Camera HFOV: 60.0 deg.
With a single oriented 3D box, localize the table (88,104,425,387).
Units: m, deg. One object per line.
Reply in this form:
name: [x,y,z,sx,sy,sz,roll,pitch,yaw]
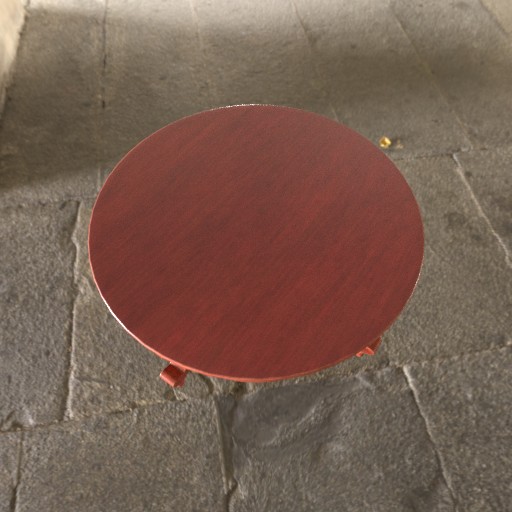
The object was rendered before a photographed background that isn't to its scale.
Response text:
table: [0.000,0.000,1.579,1.029,0.486,1.029,0,58,0]
